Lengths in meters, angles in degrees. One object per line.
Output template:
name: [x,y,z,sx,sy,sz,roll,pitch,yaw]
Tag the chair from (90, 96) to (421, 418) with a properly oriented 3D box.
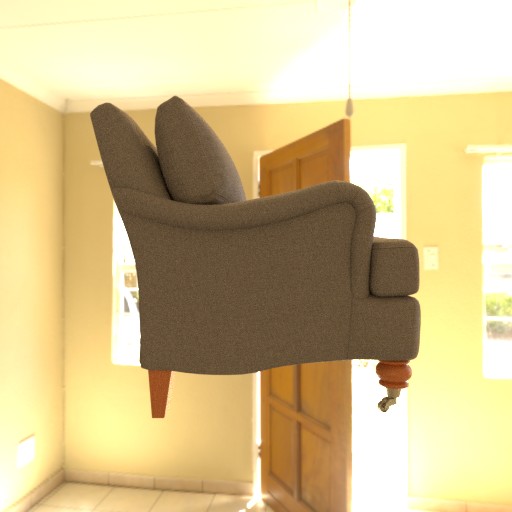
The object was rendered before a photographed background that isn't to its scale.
chair: [0.000,0.000,1.825,1.070,1.038,0.955,0,-1,-1]
